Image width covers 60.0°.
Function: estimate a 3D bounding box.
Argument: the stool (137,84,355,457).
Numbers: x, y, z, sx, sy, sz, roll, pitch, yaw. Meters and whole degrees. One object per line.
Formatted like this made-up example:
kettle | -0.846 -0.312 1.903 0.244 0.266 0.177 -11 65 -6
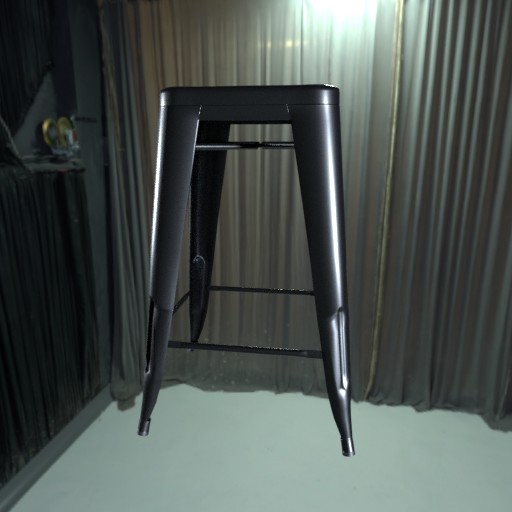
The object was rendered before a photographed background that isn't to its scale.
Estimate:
stool | 0.000 0.000 0.877 0.399 0.609 0.359 2 15 8
